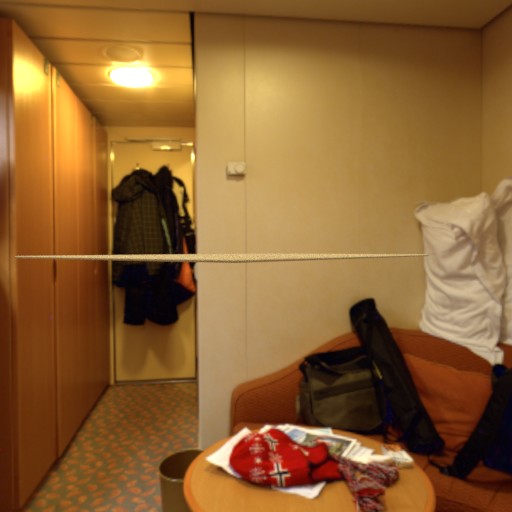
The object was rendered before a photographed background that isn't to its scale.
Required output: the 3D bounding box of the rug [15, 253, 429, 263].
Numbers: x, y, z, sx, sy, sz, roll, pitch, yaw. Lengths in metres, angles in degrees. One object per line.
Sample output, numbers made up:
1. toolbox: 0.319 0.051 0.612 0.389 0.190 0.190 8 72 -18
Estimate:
1. rug: 0.000 0.000 2.263 1.219 0.010 1.829 1 1 36
